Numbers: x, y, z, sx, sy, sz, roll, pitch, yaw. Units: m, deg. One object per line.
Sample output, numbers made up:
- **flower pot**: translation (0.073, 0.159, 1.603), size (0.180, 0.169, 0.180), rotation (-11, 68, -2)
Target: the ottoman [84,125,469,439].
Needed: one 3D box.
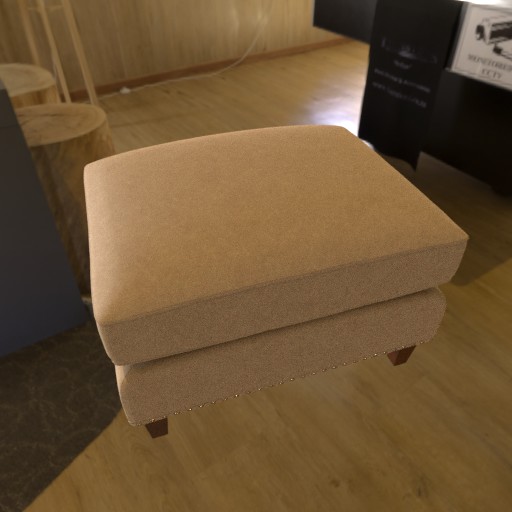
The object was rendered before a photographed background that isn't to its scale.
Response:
- **ottoman**: translation (0.000, 0.000, 1.119), size (0.741, 0.513, 0.584), rotation (-12, 42, -14)
